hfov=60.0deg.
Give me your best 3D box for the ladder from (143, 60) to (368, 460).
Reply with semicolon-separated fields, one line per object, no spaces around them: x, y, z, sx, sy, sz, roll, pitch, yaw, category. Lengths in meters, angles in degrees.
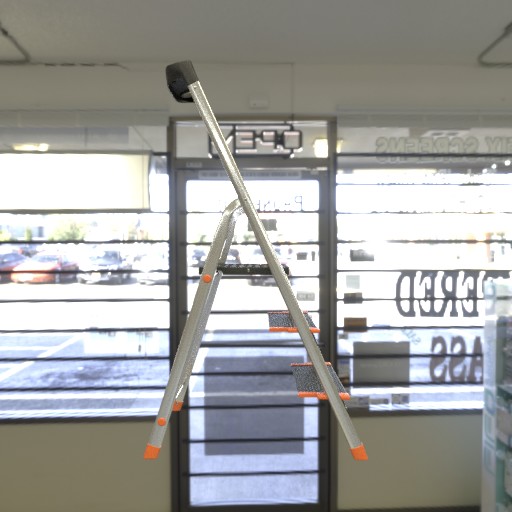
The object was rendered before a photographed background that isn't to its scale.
0.000;0.000;1.538;0.686;1.229;0.416;0;2;1;ladder
